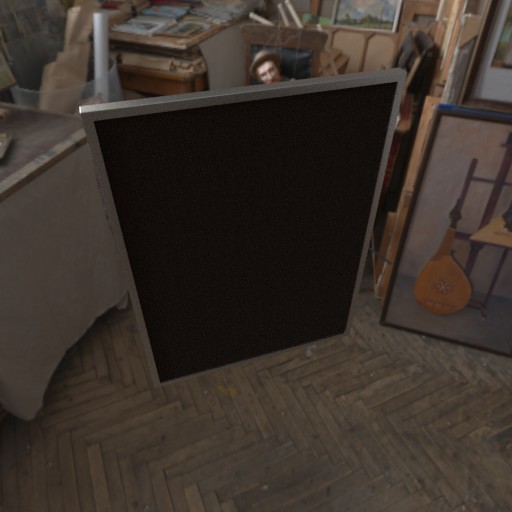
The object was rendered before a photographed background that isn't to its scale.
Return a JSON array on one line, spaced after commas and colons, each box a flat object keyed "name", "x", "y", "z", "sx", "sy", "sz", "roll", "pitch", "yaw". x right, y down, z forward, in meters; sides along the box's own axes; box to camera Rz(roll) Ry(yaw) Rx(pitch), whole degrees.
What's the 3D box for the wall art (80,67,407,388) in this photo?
[{"name": "wall art", "x": 0.000, "y": 0.000, "z": 1.400, "sx": 0.801, "sy": 1.062, "sz": 0.037, "roll": -12, "pitch": 43, "yaw": -13}]
